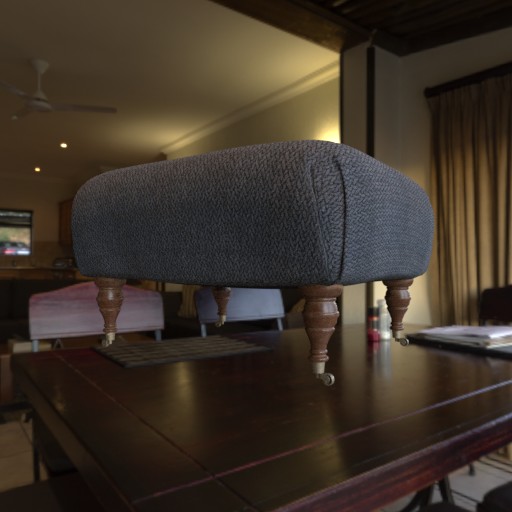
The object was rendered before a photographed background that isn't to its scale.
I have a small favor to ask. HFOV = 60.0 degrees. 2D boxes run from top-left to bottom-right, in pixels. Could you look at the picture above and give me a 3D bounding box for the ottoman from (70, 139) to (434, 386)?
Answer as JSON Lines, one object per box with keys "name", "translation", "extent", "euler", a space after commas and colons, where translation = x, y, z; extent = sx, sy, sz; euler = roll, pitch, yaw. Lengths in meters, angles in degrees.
{"name": "ottoman", "translation": [0.000, 0.000, 1.114], "extent": [0.747, 0.450, 0.622], "euler": [-1, -1, 35]}
